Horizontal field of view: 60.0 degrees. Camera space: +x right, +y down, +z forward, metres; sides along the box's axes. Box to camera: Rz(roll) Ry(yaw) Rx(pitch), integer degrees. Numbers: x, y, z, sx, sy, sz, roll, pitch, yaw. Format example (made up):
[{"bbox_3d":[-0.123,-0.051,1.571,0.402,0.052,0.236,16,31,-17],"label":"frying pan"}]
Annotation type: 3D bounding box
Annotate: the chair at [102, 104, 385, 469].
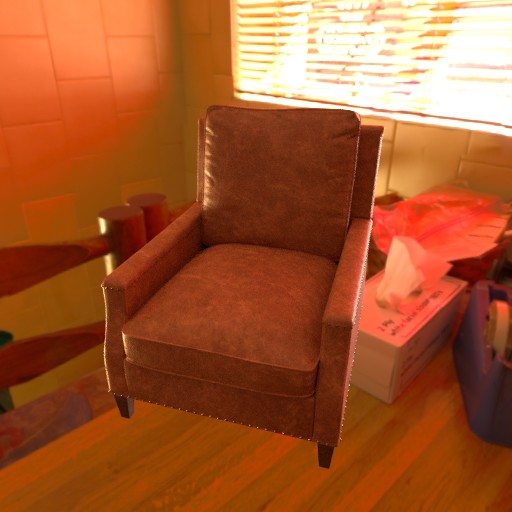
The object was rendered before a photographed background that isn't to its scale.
[{"bbox_3d":[0.000,0.000,1.772,0.854,1.054,1.035,7,27,15],"label":"chair"}]
